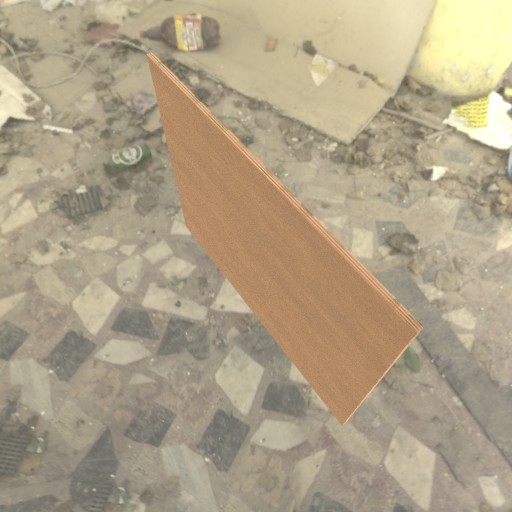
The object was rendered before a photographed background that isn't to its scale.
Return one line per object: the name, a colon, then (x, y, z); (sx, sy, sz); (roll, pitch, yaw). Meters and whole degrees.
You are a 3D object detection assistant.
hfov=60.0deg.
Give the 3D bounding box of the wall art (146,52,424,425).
wall art: (0.000, 0.000, 0.682); (0.010, 0.408, 0.508); (-31, 63, -18)
